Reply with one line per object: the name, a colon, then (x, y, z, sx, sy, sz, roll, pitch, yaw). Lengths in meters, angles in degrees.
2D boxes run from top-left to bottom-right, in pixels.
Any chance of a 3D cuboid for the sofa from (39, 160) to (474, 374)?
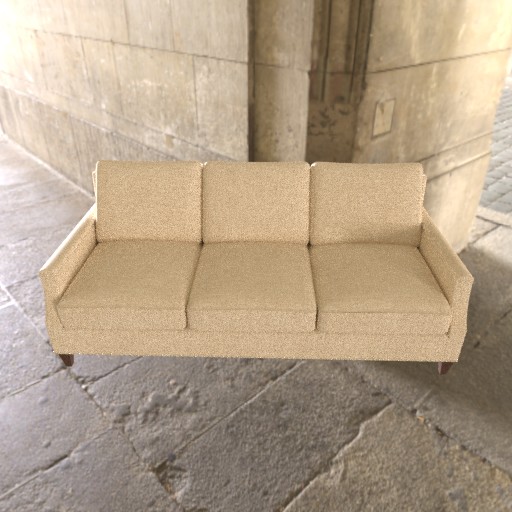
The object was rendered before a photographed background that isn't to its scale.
sofa: (0.000, 0.000, 2.671, 2.210, 0.940, 1.041, 1, 31, 1)
